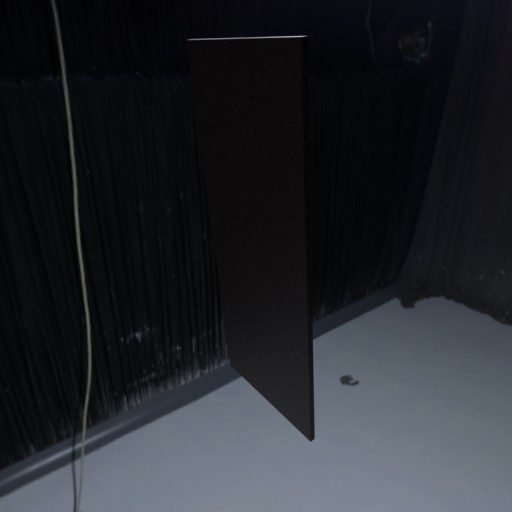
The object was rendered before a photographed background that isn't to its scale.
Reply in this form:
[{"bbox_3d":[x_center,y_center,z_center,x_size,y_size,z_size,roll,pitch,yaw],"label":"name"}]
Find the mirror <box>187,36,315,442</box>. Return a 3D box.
[{"bbox_3d":[0.000,0.000,2.289,0.221,2.020,0.812,-17,30,-32],"label":"mirror"}]
